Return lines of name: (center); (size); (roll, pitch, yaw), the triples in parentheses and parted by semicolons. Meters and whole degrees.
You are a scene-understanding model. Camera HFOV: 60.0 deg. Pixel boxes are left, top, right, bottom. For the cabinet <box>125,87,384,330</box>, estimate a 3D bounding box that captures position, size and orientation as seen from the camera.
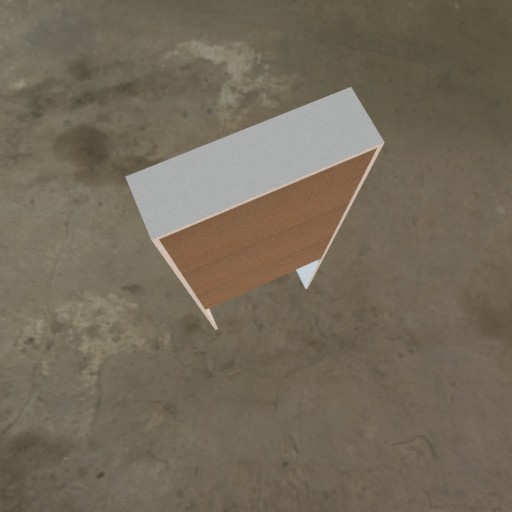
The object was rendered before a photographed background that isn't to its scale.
cabinet: (0.000, 0.000, 1.981); (0.643, 1.770, 0.192); (-24, 75, -7)
